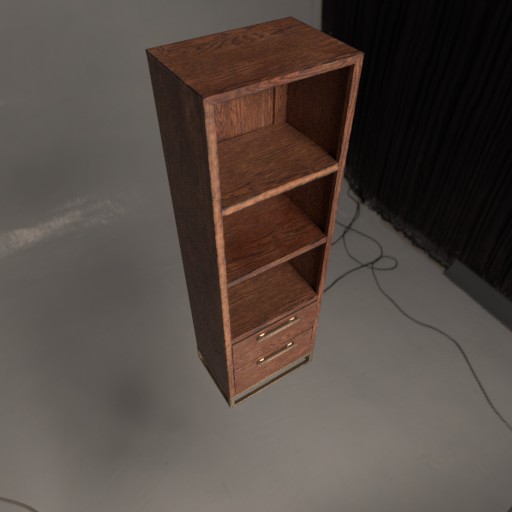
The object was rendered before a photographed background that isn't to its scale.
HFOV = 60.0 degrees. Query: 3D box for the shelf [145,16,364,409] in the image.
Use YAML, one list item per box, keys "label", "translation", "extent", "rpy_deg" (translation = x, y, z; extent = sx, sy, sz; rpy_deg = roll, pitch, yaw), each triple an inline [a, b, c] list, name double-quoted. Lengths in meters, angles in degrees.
- label: "shelf"
  translation: [0.000, 0.000, 1.931]
  extent: [0.539, 1.732, 0.395]
  rpy_deg: [-24, 51, -22]
